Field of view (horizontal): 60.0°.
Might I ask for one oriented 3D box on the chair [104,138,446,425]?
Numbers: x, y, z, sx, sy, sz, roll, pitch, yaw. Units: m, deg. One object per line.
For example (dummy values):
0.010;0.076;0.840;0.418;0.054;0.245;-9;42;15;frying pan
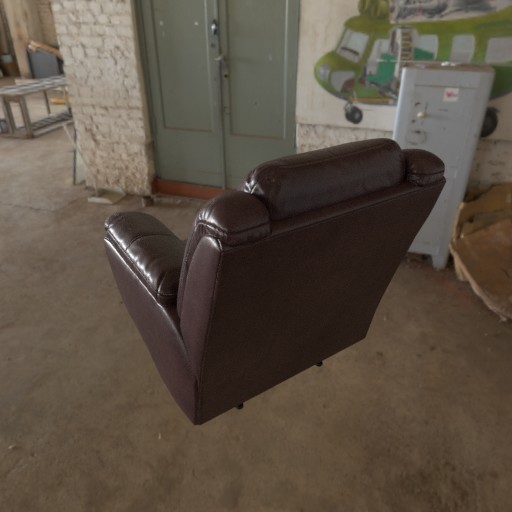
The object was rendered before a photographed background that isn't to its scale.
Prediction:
0.000;0.000;1.861;0.990;1.093;1.041;-19;34;-30;chair
